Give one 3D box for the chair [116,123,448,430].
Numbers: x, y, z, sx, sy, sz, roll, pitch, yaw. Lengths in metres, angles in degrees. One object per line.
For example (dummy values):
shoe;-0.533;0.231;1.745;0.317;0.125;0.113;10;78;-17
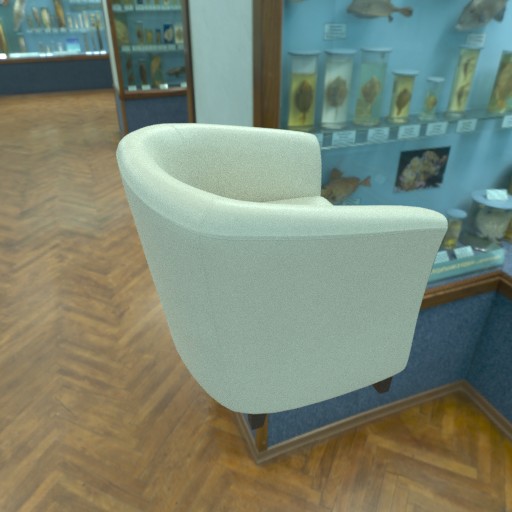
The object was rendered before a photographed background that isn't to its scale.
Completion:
chair;0.000;0.000;1.379;0.727;0.756;0.792;-10;32;-16
